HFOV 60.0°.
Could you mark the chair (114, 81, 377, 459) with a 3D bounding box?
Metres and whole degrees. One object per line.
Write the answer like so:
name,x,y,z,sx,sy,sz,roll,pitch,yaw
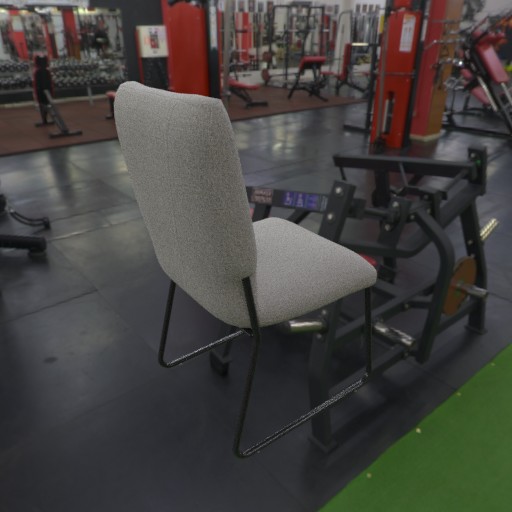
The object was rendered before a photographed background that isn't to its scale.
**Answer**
chair,0.000,0.000,1.169,0.560,0.864,0.448,-19,32,-32
